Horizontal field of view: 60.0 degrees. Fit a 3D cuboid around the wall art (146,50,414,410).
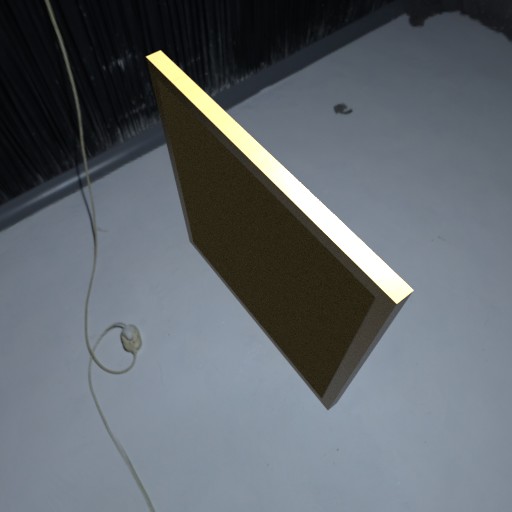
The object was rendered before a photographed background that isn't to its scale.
[{"bbox_3d":[0.000,0.000,2.969,0.097,1.936,1.935,-33,65,-18],"label":"wall art"}]
